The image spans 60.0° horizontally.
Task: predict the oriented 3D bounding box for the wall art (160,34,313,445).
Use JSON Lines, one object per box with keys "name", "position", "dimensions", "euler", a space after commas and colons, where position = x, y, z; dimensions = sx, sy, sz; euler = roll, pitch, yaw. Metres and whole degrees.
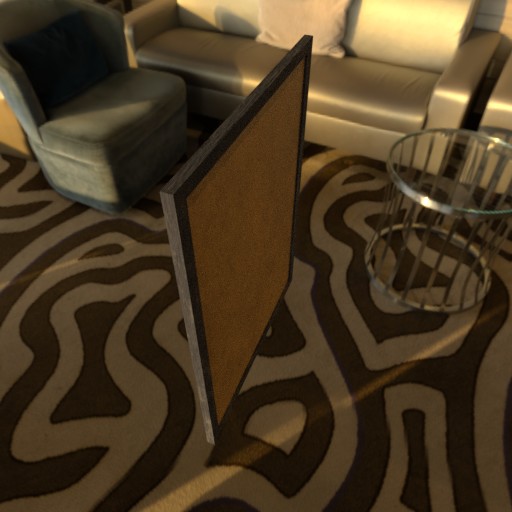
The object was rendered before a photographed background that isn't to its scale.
{"name": "wall art", "position": [0.000, 0.000, 1.403], "dimensions": [0.029, 1.066, 0.812], "euler": [16, 48, 15]}
